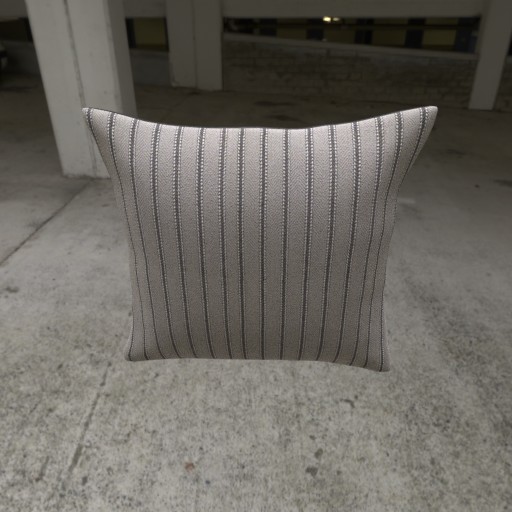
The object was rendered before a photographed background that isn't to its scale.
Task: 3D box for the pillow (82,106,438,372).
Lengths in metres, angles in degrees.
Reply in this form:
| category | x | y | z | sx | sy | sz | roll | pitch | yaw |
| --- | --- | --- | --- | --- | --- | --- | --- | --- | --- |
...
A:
| category | x | y | z | sx | sy | sz | roll | pitch | yaw |
| --- | --- | --- | --- | --- | --- | --- | --- | --- | --- |
| pillow | 0.000 | 0.000 | 0.677 | 0.468 | 0.444 | 0.138 | 1 | 29 | 2 |
